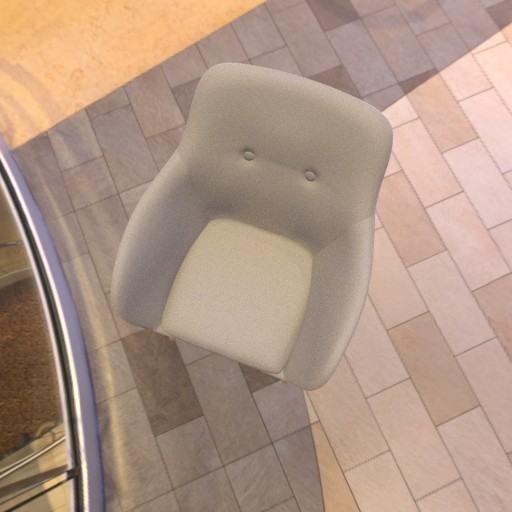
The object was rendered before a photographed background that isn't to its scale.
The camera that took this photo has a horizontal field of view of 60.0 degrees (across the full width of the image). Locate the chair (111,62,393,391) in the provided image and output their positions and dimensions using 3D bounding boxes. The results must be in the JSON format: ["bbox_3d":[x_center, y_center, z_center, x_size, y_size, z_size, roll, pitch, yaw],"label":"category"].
[{"bbox_3d":[0.000,0.000,1.242,0.570,0.830,0.590,19,76,5],"label":"chair"}]
